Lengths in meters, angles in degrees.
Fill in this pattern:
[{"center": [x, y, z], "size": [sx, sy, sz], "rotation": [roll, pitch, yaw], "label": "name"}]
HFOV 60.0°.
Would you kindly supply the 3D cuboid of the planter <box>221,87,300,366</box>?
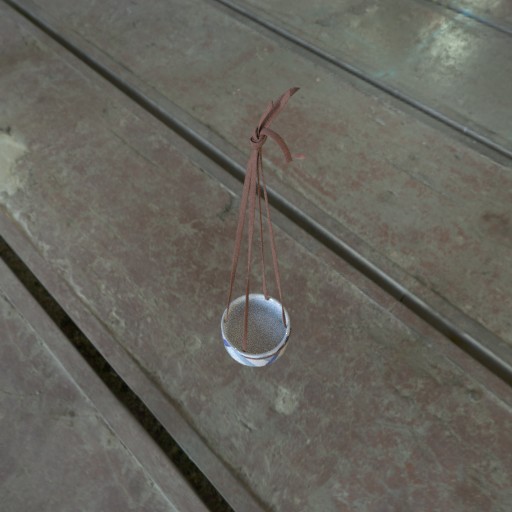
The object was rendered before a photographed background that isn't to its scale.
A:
[{"center": [0.000, 0.000, 0.797], "size": [0.166, 0.751, 0.166], "rotation": [0, 57, 0], "label": "planter"}]
